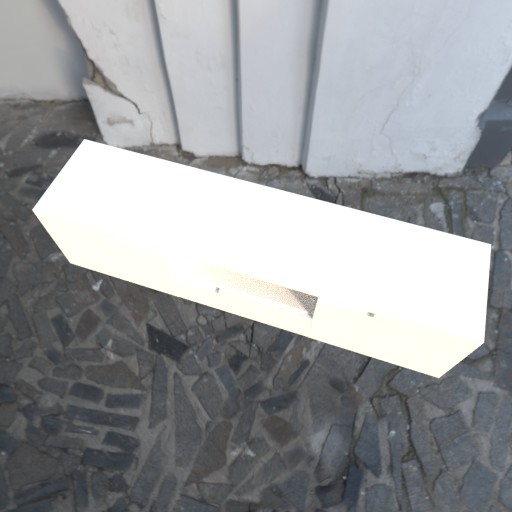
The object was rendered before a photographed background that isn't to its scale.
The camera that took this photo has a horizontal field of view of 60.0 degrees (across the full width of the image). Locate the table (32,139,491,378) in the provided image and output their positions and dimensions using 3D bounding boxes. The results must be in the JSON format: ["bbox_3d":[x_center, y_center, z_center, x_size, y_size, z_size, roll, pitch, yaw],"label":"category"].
[{"bbox_3d":[0.000,0.000,1.811,1.650,0.420,0.390,16,60,9],"label":"table"}]
